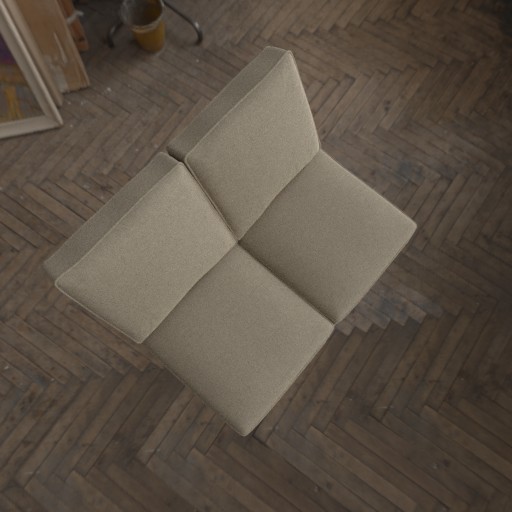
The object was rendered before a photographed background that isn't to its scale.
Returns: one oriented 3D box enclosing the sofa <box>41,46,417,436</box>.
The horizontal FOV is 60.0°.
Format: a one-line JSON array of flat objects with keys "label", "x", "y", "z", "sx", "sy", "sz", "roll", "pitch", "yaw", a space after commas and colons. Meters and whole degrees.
[{"label": "sofa", "x": 0.000, "y": 0.000, "z": 1.966, "sx": 0.951, "sy": 1.008, "sz": 1.237, "roll": 40, "pitch": 78, "yaw": 10}]
